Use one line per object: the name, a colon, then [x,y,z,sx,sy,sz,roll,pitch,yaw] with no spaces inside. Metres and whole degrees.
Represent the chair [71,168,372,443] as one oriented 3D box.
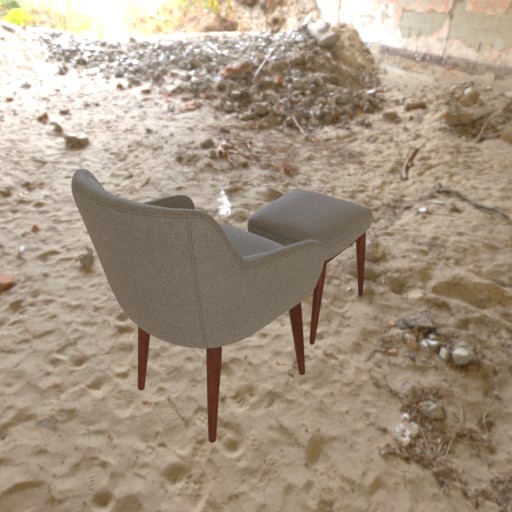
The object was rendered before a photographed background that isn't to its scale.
chair: [0.000,0.000,1.533,0.584,0.799,1.107,22,37,32]
